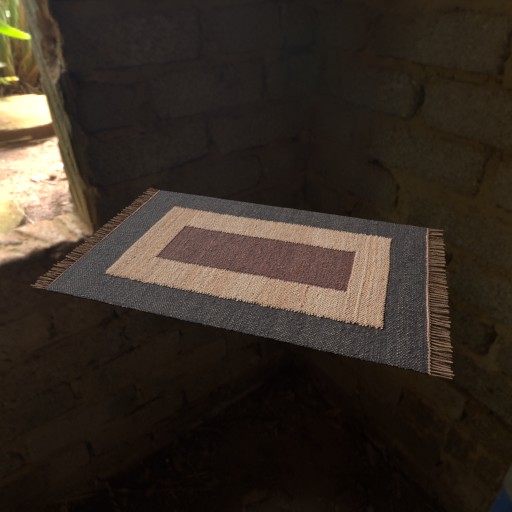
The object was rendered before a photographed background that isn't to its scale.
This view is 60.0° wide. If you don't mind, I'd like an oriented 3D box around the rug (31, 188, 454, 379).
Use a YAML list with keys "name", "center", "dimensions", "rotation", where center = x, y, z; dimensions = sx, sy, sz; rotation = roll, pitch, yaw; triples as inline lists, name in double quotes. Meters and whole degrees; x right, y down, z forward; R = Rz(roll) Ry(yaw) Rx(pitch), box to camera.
- name: "rug"
  center: [0.000, 0.000, 2.463]
  dimensions: [2.021, 0.027, 1.224]
  rotation: [10, 35, 15]
